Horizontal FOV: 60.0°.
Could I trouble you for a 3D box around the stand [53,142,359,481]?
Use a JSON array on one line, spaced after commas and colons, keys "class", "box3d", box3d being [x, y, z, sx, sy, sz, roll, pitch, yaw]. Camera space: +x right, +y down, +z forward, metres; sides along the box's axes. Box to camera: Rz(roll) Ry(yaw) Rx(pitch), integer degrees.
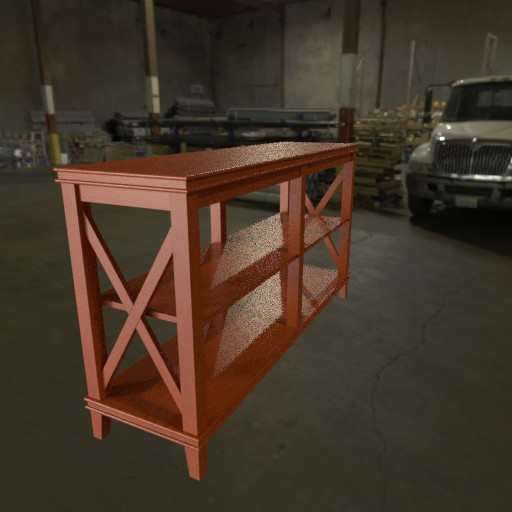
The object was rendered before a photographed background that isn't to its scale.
[{"class": "stand", "box3d": [0.000, 0.000, 1.659, 0.381, 0.762, 1.372, 8, 19, 25]}]
